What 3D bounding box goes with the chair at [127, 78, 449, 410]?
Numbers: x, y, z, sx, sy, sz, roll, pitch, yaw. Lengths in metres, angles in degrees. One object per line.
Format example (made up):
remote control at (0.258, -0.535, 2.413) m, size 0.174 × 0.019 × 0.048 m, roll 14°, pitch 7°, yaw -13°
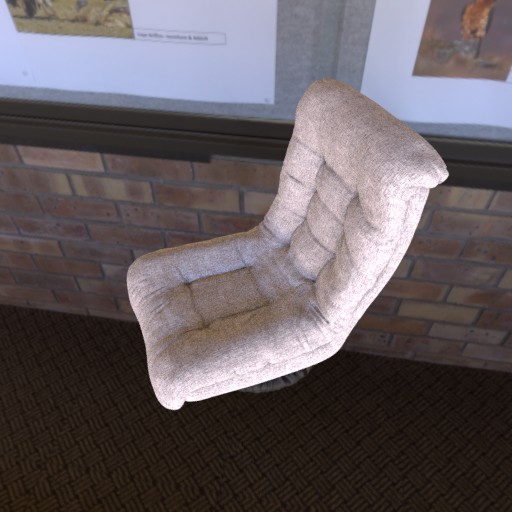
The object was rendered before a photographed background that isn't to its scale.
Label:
chair at (0.000, 0.000, 0.984) m, size 0.583 × 0.600 × 0.400 m, roll -17°, pitch 48°, yaw -16°
